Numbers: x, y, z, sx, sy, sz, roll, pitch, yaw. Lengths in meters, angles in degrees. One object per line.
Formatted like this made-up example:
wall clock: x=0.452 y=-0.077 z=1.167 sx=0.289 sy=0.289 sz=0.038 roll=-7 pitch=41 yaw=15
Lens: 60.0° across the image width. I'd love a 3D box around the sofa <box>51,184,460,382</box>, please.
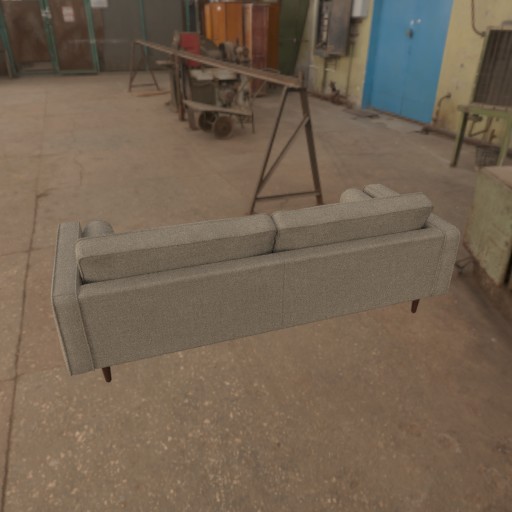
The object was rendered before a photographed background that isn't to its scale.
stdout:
sofa: x=0.000 y=0.000 z=2.674 sx=2.211 sy=0.762 sz=0.914 roll=-9 pitch=30 yaw=-17
